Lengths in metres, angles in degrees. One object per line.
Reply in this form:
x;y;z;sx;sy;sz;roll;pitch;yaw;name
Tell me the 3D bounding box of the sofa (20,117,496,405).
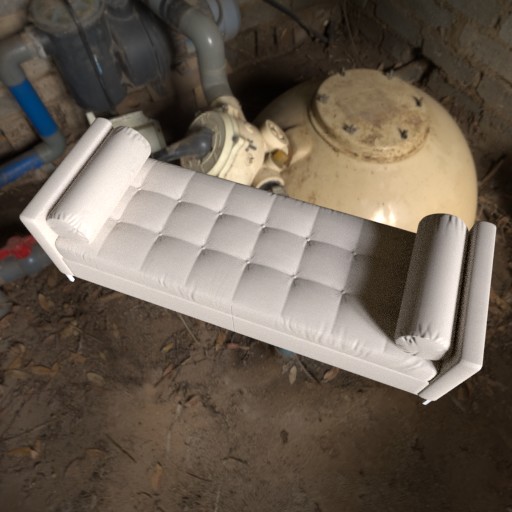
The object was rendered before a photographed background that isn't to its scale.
0.000;0.000;2.186;1.981;0.635;0.686;17;60;10;sofa
